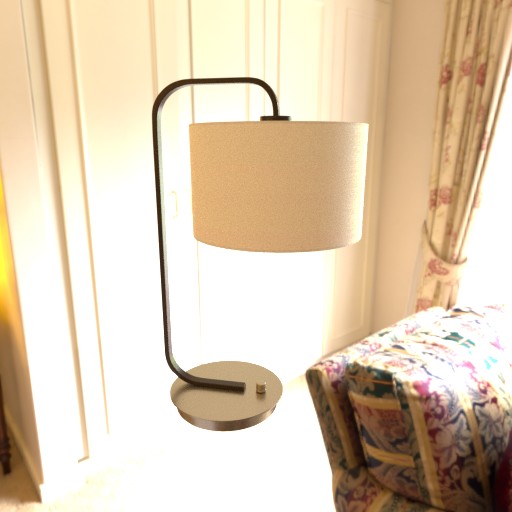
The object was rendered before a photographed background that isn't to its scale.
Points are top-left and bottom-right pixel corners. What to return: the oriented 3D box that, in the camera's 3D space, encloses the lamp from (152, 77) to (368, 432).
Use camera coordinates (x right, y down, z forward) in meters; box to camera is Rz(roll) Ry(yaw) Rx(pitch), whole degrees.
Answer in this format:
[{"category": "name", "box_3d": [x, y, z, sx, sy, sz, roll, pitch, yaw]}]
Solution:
[{"category": "lamp", "box_3d": [0.000, 0.000, 0.628, 0.288, 0.473, 0.230, 3, 15, 11]}]
